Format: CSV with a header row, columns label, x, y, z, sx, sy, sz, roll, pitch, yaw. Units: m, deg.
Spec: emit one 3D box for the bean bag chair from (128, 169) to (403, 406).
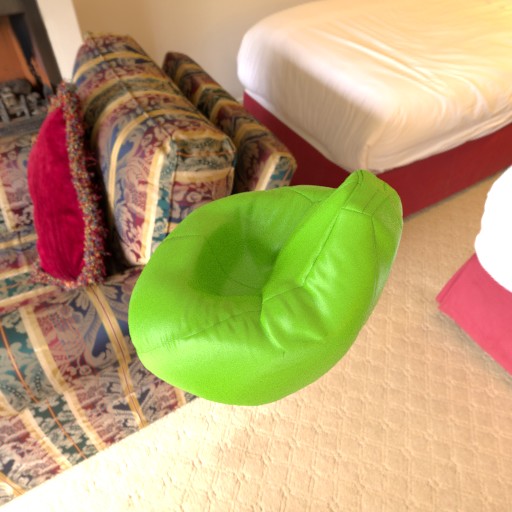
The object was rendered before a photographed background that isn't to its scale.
label,x,y,z,sx,sy,sz,roll,pitch,yaw
bean bag chair,0.000,0.000,1.872,1.070,0.990,1.070,16,49,15
